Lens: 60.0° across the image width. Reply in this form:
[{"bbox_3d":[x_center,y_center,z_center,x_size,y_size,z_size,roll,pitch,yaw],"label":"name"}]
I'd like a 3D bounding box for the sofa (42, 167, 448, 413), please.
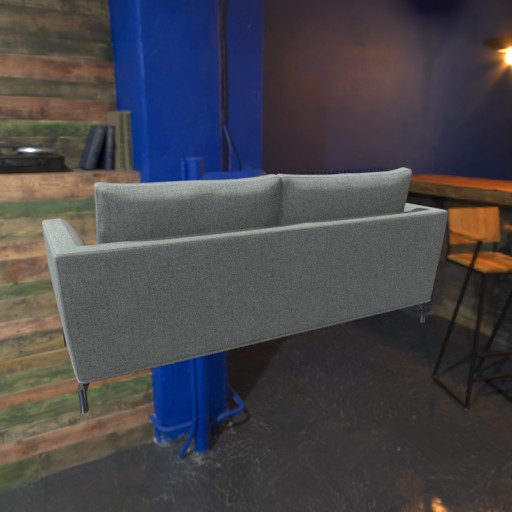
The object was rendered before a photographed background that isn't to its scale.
[{"bbox_3d":[0.000,0.000,2.625,2.212,1.002,0.869,-8,17,-27],"label":"sofa"}]
